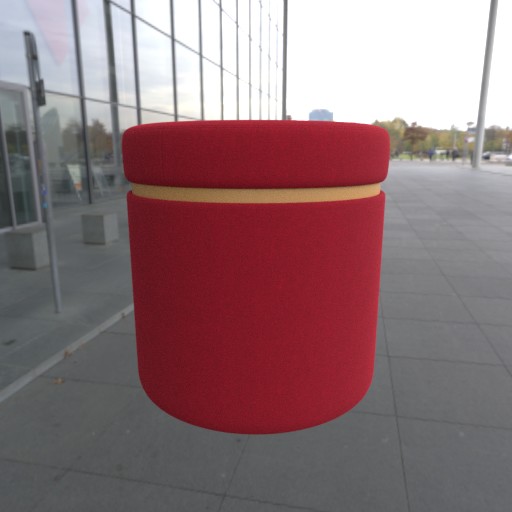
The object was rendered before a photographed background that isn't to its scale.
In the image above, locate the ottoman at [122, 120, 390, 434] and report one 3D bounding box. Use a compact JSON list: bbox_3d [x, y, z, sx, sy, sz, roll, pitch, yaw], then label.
[{"bbox_3d":[0.000,0.000,0.728,0.400,0.406,0.400,0,13,0],"label":"ottoman"}]
